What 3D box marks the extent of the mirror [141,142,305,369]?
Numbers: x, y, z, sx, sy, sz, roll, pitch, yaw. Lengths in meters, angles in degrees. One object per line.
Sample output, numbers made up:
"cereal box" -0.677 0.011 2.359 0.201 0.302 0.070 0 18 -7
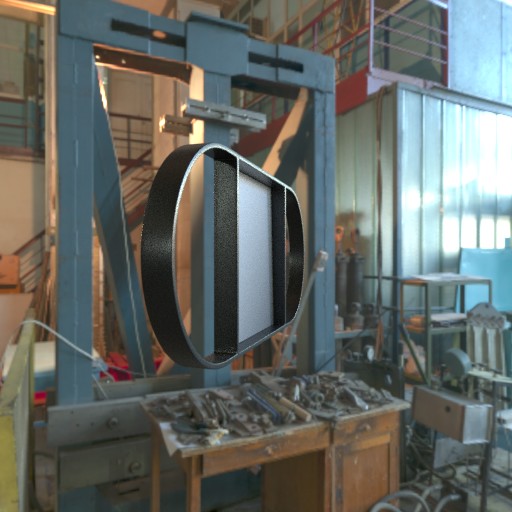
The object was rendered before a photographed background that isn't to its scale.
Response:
"mirror" 0.000 0.000 0.669 0.032 0.254 0.584 0 0 18
